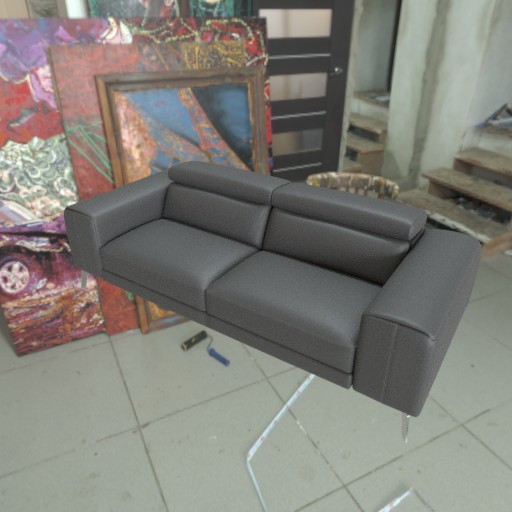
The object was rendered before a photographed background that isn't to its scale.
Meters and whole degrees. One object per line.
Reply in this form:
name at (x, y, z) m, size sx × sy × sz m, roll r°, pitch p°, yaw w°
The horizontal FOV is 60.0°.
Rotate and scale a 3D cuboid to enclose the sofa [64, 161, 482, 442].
sofa at (0.000, 0.000, 2.701) m, size 2.321 × 0.759 × 1.023 m, roll 18°, pitch 34°, yaw 29°
